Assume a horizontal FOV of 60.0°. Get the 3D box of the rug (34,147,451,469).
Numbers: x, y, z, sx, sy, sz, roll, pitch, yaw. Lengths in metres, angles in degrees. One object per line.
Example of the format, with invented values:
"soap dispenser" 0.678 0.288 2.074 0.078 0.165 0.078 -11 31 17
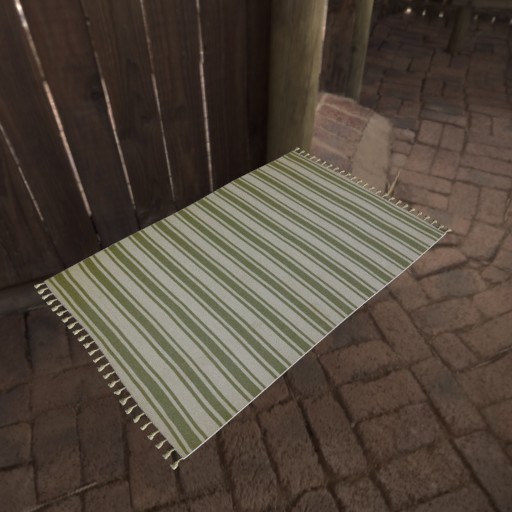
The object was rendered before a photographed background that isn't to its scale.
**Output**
"rug" 0.000 0.000 2.291 1.875 0.013 1.162 -33 54 -29
